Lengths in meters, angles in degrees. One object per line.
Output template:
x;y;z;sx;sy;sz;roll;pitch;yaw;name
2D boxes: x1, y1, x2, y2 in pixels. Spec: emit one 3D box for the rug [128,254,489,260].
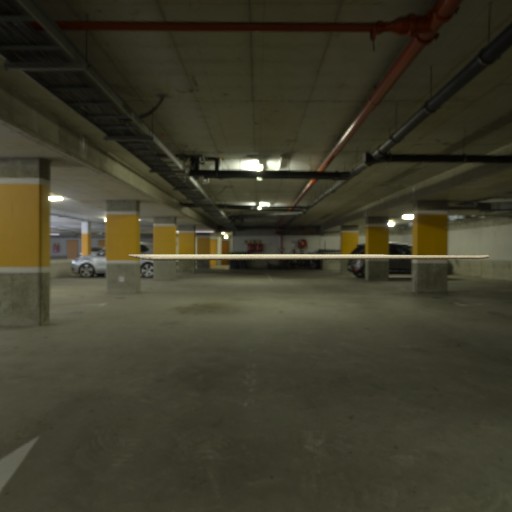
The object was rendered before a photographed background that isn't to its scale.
0.000;0.000;2.905;1.540;0.021;2.290;0;0;-18;rug
